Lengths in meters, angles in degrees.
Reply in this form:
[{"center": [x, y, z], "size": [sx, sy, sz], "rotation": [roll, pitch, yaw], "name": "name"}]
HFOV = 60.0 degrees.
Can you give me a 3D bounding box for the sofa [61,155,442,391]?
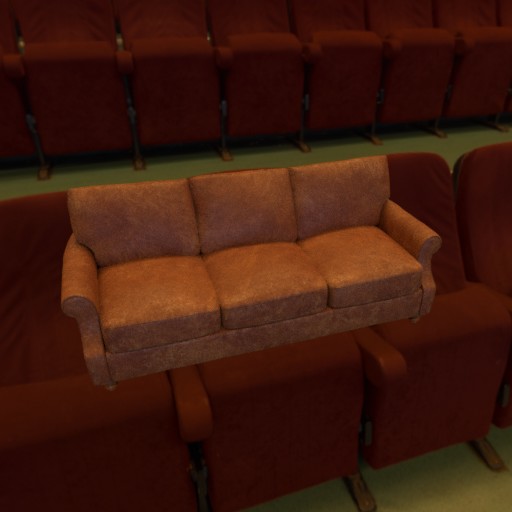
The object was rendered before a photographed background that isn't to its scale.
[{"center": [0.000, 0.000, 2.912], "size": [2.351, 0.977, 0.973], "rotation": [-9, 32, -15], "name": "sofa"}]
